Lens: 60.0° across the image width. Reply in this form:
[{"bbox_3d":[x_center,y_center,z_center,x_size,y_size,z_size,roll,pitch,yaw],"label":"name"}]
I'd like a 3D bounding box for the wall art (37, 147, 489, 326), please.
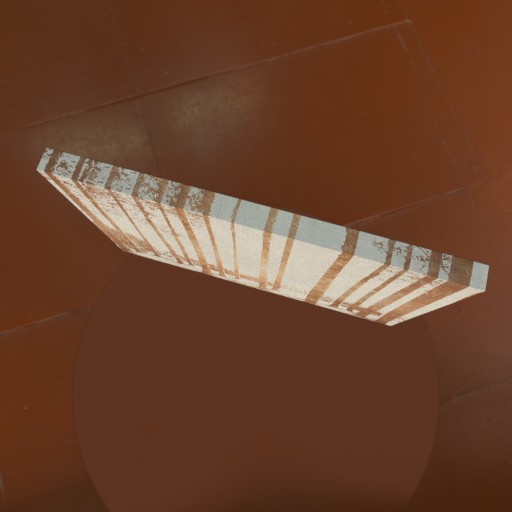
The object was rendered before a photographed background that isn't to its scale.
[{"bbox_3d":[0.000,0.000,0.778,0.609,0.405,0.035,15,75,4],"label":"wall art"}]
